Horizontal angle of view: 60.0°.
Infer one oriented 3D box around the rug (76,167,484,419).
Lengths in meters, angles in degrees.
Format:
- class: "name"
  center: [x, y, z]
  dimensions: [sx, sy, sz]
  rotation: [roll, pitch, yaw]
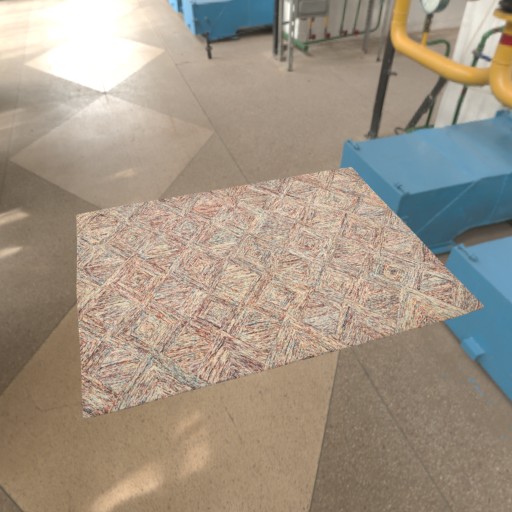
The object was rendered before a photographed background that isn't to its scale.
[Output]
- class: "rug"
  center: [0.000, 0.000, 4.170]
  dimensions: [3.226, 0.024, 2.436]
  rotation: [-12, 43, -13]
